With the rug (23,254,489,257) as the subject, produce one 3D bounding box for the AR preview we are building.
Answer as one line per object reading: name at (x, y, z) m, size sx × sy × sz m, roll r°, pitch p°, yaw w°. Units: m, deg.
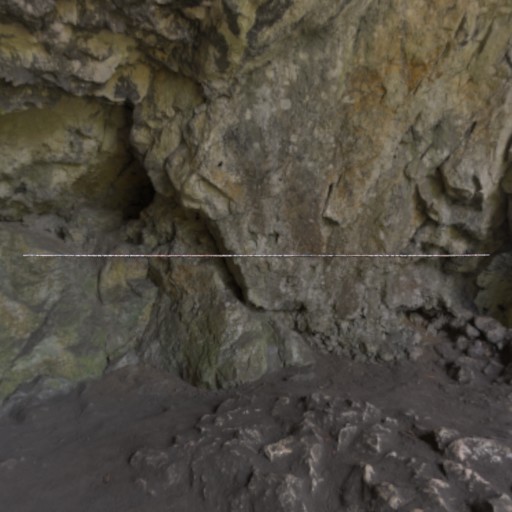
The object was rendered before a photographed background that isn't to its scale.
rug at (0.000, 0.000, 2.696) m, size 2.443 × 0.009 × 0.771 m, roll 0°, pitch 0°, yaw 0°
